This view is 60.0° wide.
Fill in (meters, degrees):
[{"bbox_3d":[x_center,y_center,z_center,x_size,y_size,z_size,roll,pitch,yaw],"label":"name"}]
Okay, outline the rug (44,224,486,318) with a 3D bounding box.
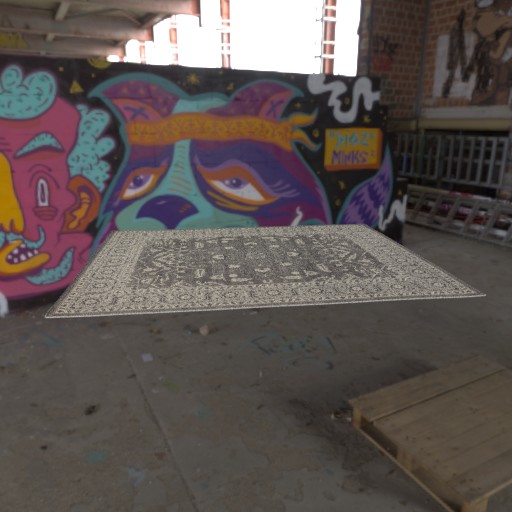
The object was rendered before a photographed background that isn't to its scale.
[{"bbox_3d":[0.000,0.000,4.186,3.069,0.026,2.451,-2,17,-7],"label":"rug"}]
